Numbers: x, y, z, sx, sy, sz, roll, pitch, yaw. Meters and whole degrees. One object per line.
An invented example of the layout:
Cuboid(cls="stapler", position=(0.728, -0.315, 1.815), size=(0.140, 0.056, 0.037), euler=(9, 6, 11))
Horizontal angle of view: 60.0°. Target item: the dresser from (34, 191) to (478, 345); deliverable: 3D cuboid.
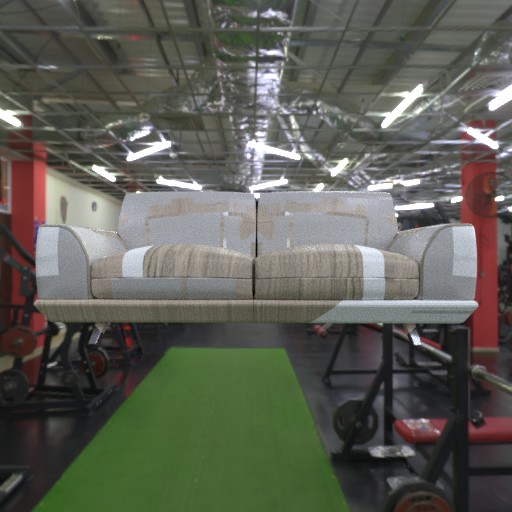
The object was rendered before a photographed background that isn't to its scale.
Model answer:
Cuboid(cls="dresser", position=(0.000, 0.000, 5.692), size=(4.679, 1.863, 2.251), euler=(0, 0, 1))
